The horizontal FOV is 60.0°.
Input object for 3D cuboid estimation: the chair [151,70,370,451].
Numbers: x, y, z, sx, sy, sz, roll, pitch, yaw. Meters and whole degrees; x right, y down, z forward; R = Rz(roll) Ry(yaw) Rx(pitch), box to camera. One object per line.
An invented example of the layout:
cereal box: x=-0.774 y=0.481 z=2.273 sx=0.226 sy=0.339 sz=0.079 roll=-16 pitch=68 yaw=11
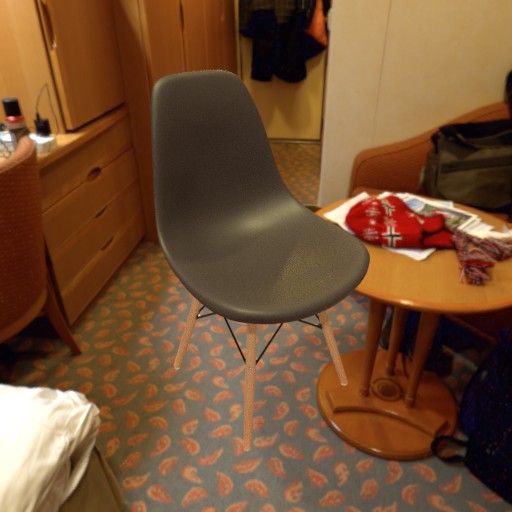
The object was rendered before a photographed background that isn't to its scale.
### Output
chair: x=0.000 y=0.000 z=1.141 sx=0.470 sy=0.825 sz=0.533 roll=-21 pitch=37 yaw=-32
